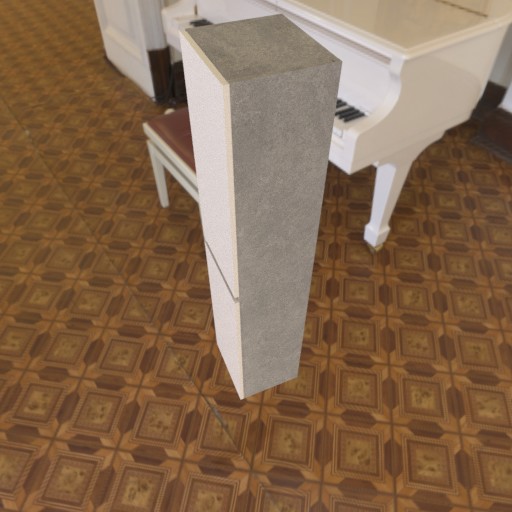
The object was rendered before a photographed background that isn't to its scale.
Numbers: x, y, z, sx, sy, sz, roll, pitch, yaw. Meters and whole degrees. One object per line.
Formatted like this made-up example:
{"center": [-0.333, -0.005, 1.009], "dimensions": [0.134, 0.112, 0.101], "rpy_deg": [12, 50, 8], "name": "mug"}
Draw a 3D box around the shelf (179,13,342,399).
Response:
{"center": [0.000, 0.000, 1.510], "dimensions": [0.270, 1.400, 0.300], "rpy_deg": [-17, 50, -15], "name": "shelf"}
